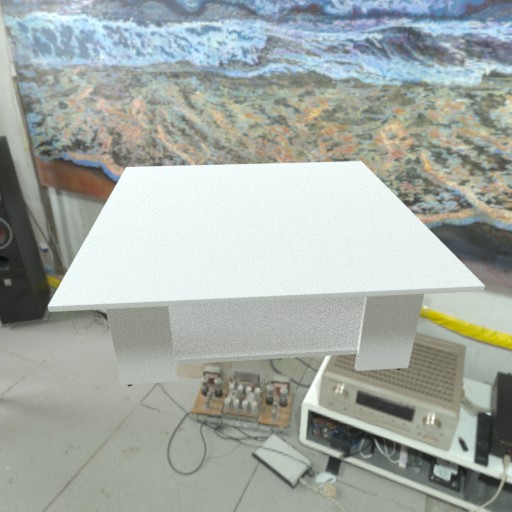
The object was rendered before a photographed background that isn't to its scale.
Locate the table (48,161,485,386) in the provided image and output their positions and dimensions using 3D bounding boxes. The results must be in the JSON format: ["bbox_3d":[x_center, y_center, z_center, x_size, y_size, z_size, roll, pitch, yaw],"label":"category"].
[{"bbox_3d":[0.000,0.000,1.358,0.890,0.305,0.890,-2,29,-4],"label":"table"}]
